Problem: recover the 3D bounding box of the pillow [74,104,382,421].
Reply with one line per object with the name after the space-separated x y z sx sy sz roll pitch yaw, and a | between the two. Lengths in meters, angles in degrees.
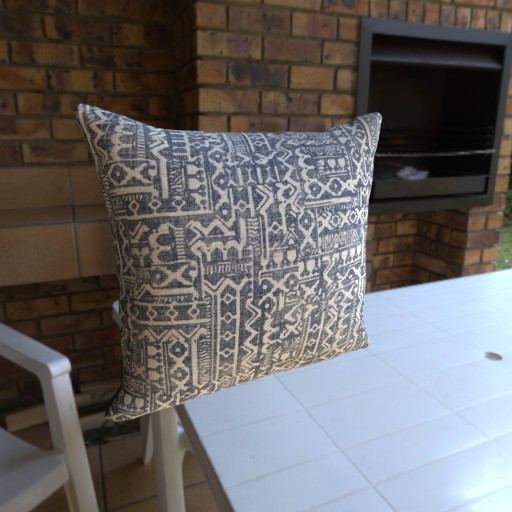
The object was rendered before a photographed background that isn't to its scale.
0.000 0.000 0.768 0.546 0.487 0.180 -8 17 -27 | pillow
